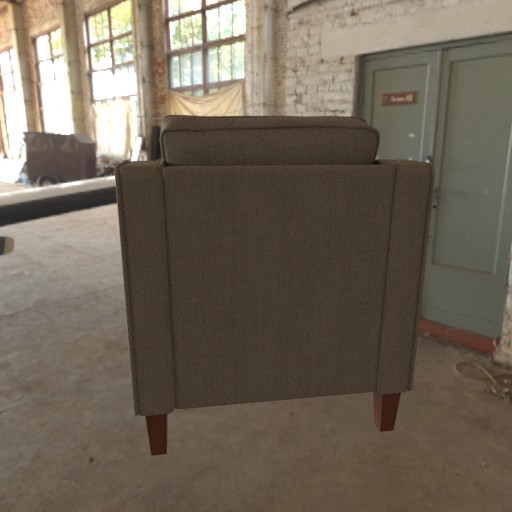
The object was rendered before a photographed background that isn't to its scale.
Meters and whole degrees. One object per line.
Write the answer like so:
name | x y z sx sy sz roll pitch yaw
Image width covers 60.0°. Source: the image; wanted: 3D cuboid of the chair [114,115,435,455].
chair | 0.000 0.000 1.630 0.831 0.960 0.909 -2 14 -9
